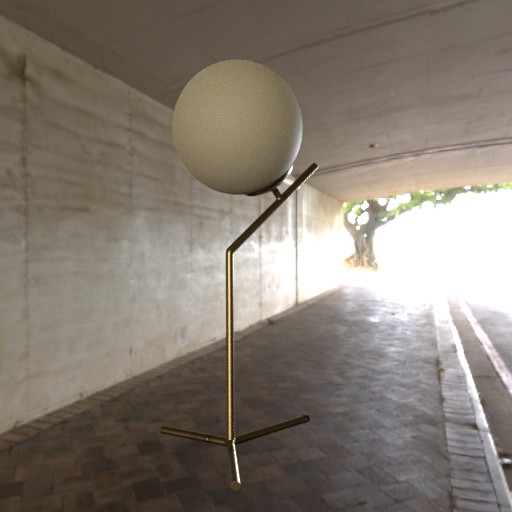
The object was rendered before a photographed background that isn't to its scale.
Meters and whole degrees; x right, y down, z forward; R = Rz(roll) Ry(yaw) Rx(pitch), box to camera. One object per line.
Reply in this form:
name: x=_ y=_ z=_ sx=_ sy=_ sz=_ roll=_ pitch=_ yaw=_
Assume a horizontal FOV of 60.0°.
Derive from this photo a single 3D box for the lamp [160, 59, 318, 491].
lamp: x=0.000 y=0.000 z=0.664 sx=0.251 sy=0.552 sz=0.210 roll=-1 pitch=1 yaw=-36
